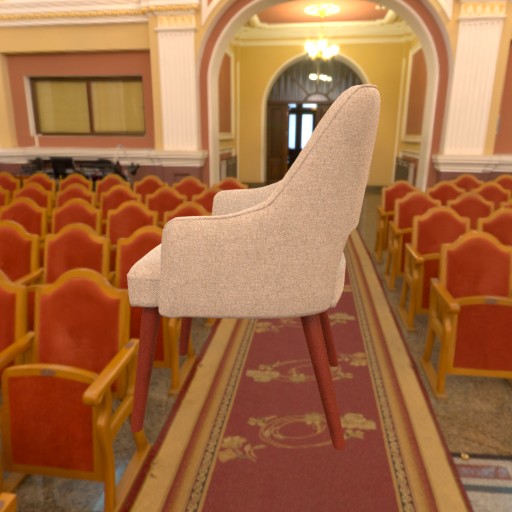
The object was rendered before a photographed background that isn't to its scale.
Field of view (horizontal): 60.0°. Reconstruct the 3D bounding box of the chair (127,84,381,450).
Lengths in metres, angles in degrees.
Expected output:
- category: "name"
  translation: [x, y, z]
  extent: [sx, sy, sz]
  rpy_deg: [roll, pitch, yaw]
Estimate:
- category: "chair"
  translation: [0.000, 0.000, 1.211]
  extent: [0.605, 0.849, 0.548]
  rpy_deg: [2, 16, 8]
